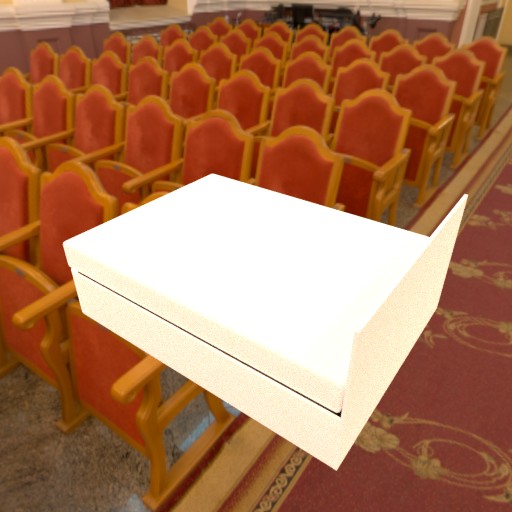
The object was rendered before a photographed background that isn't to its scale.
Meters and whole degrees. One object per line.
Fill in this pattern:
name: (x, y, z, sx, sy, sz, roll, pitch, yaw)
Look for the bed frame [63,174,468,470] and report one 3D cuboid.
bed frame: (0.000, 0.000, 2.677, 1.900, 0.800, 1.400, 21, 38, 30)
